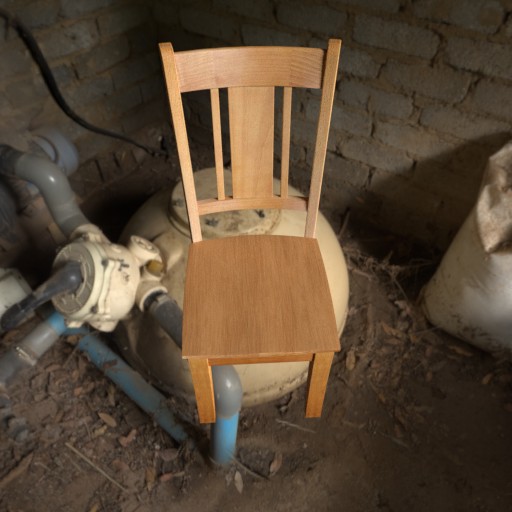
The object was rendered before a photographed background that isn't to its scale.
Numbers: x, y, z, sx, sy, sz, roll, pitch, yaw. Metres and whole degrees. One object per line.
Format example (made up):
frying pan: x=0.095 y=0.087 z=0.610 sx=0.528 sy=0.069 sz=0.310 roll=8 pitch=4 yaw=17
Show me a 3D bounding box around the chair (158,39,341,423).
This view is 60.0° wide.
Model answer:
chair: x=0.000 y=0.000 z=1.276 sx=0.450 sy=0.998 sz=0.556 roll=-2 pitch=46 yaw=-2
